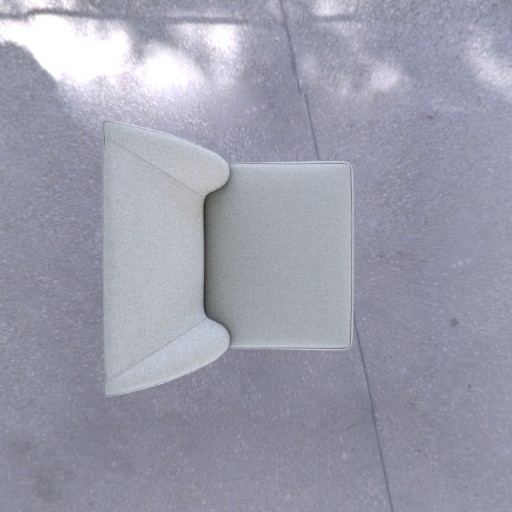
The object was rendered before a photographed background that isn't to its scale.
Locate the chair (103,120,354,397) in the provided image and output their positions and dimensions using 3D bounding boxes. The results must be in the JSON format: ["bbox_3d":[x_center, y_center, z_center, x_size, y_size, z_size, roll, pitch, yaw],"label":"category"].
[{"bbox_3d":[0.000,0.000,1.165,0.522,0.863,0.508,0,91,1],"label":"chair"}]
